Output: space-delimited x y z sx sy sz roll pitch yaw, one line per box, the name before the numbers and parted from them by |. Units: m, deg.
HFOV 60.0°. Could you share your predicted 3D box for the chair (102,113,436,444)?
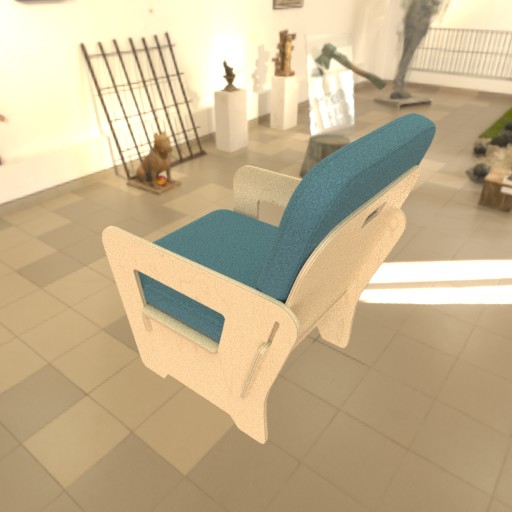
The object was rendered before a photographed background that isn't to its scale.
chair | 0.000 0.000 1.149 0.657 0.747 0.547 22 38 31
